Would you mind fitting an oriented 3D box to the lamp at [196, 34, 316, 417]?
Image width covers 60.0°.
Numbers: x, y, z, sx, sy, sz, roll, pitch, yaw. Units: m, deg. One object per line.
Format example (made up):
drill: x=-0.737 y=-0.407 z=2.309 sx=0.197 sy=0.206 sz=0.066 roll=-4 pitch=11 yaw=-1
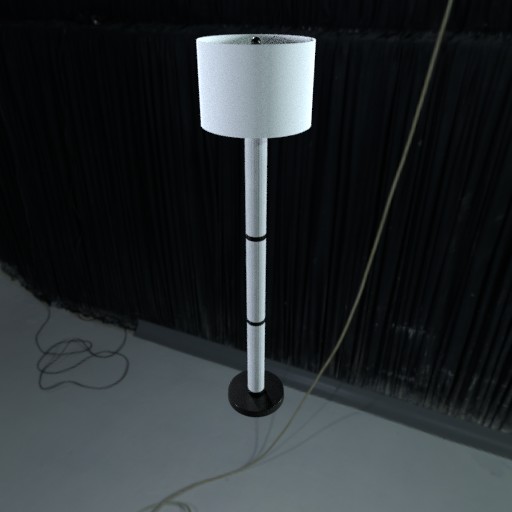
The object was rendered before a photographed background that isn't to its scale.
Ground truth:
lamp: x=0.000 y=0.000 z=1.799 sx=0.377 sy=1.599 sz=0.377 roll=11 pitch=32 yaw=18
